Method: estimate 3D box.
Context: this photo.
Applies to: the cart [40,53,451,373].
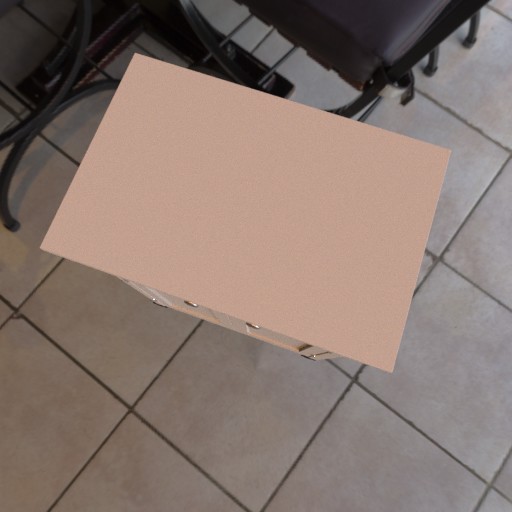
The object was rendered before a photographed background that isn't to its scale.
[{"bbox_3d":[0.000,0.000,1.251,0.683,0.864,0.442,19,76,5],"label":"cart"}]
